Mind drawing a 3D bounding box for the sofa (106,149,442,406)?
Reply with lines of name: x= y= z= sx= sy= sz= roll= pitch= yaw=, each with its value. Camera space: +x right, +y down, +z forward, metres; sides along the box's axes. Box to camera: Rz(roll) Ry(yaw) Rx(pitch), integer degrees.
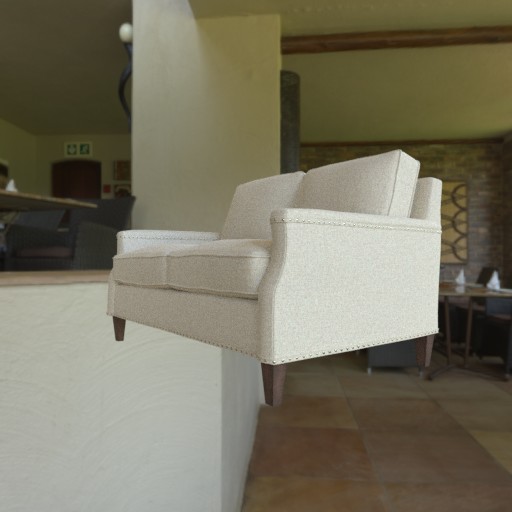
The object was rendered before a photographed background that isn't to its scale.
sofa: x=0.000 y=0.000 z=2.354 sx=1.084 sy=1.003 sz=1.597 roll=0 pitch=0 yaw=-37
